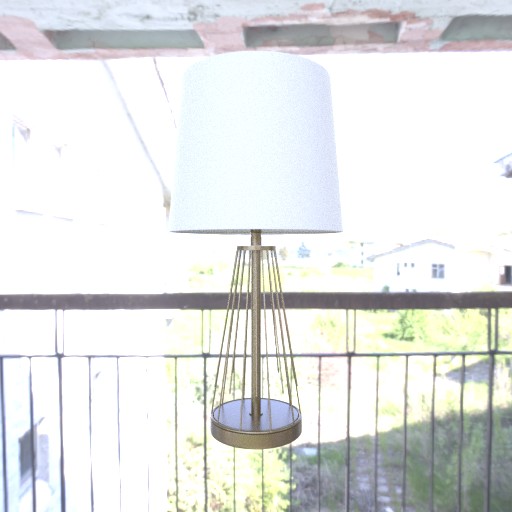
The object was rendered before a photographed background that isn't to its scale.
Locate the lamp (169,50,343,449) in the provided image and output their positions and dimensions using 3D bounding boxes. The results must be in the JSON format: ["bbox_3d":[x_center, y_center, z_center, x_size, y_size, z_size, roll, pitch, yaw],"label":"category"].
[{"bbox_3d":[0.000,0.000,0.784,0.303,0.618,0.303,0,1,0],"label":"lamp"}]
